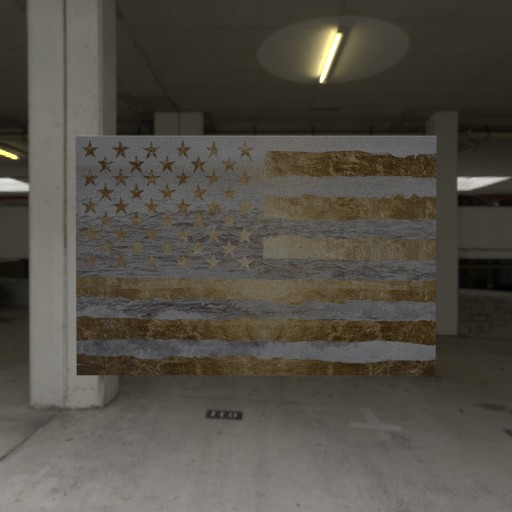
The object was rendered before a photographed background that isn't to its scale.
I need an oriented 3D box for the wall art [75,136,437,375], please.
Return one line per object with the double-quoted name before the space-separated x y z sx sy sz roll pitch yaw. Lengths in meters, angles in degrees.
"wall art" 0.000 0.000 1.429 1.145 0.762 0.041 0 1 0
